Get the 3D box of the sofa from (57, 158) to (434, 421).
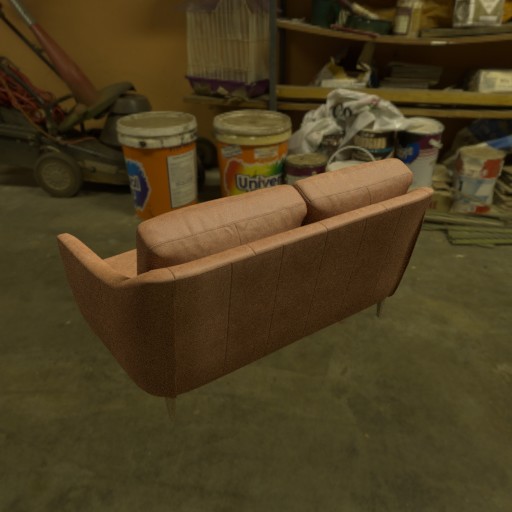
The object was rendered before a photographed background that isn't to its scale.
[{"bbox_3d":[0.000,0.000,2.185,1.619,0.902,0.960,-18,34,-30],"label":"sofa"}]
